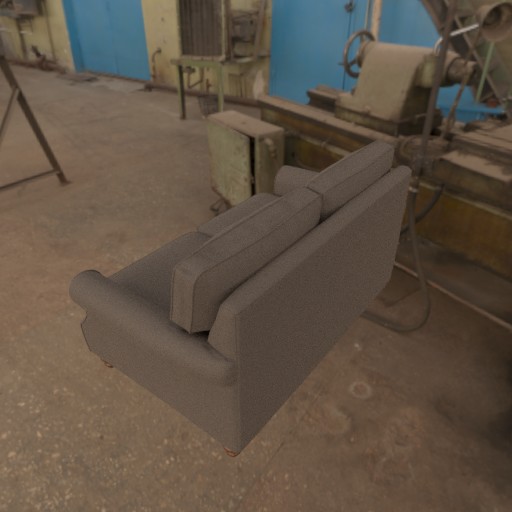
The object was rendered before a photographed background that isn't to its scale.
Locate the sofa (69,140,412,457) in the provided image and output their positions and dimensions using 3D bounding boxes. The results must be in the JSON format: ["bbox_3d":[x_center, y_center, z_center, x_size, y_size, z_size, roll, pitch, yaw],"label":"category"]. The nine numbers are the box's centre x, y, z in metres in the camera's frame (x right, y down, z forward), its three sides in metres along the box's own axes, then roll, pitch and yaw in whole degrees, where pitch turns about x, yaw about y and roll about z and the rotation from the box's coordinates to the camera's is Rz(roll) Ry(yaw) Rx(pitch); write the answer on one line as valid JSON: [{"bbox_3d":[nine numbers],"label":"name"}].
[{"bbox_3d":[0.000,0.000,2.249,0.964,0.937,1.665,22,39,31],"label":"sofa"}]
